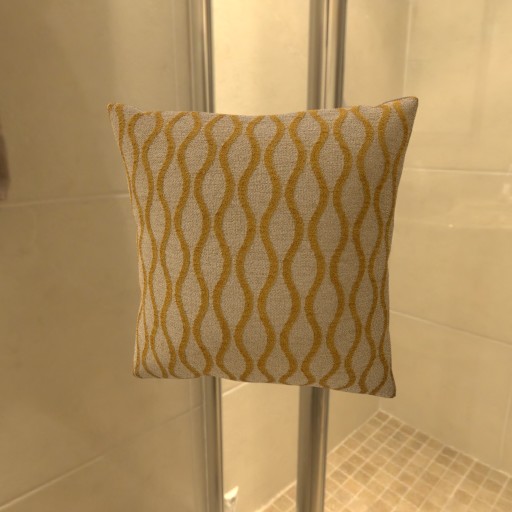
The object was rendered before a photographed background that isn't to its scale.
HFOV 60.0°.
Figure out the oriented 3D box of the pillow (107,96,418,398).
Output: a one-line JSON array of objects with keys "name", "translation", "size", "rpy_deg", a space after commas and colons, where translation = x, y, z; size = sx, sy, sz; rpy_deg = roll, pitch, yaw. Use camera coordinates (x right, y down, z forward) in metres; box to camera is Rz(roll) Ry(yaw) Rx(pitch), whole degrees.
[{"name": "pillow", "translation": [0.000, 0.000, 0.647], "size": [0.429, 0.436, 0.159], "rpy_deg": [2, 15, 8]}]
